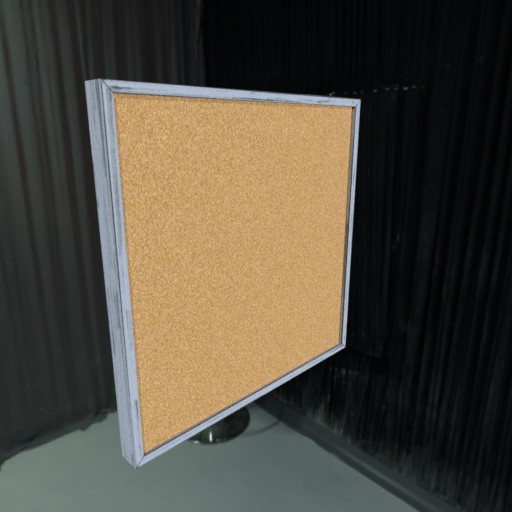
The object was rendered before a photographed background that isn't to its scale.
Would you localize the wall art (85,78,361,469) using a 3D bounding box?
[{"bbox_3d":[0.000,0.000,0.727,0.506,0.506,0.038,-15,22,-43],"label":"wall art"}]
